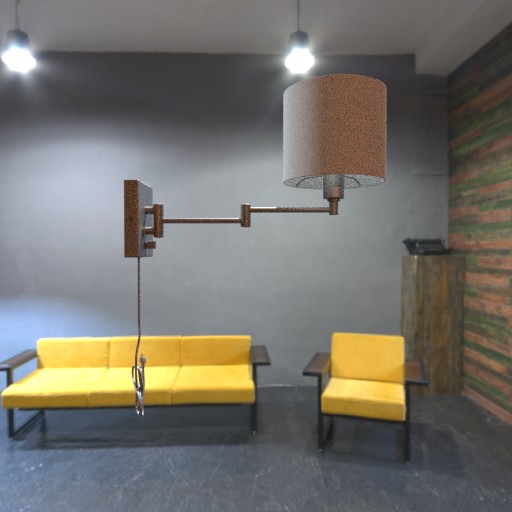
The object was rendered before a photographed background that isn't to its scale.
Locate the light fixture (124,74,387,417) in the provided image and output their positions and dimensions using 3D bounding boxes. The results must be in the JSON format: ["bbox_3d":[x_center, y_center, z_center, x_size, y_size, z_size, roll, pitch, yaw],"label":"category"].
[{"bbox_3d":[0.000,0.000,0.898,0.516,0.651,0.203,0,1,0],"label":"light fixture"}]
